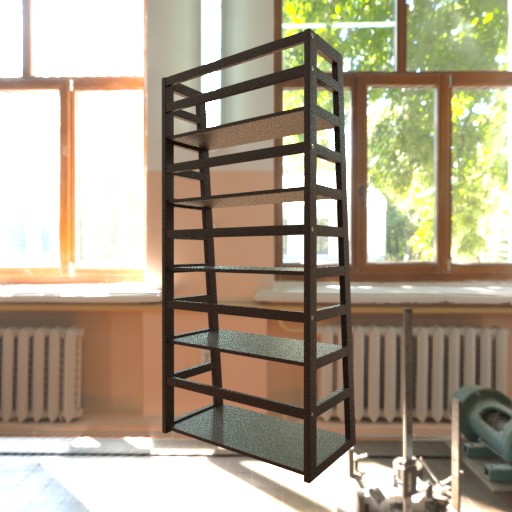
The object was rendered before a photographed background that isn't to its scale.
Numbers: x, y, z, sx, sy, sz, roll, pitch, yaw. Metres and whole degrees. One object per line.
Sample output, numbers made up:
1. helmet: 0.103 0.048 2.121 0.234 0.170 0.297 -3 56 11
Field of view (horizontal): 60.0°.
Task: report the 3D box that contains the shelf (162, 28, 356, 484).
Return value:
1. shelf: 0.000 0.000 1.941 0.763 1.600 0.403 0 1 36
